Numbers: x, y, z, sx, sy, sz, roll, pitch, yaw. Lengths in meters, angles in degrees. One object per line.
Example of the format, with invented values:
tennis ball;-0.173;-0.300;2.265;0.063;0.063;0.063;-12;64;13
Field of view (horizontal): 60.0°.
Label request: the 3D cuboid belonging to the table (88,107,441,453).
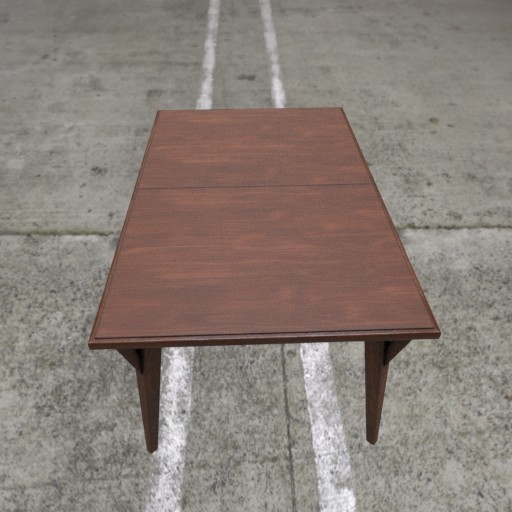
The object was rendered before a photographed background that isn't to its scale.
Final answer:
table;0.000;0.000;2.052;0.990;0.761;1.524;-1;42;-2
